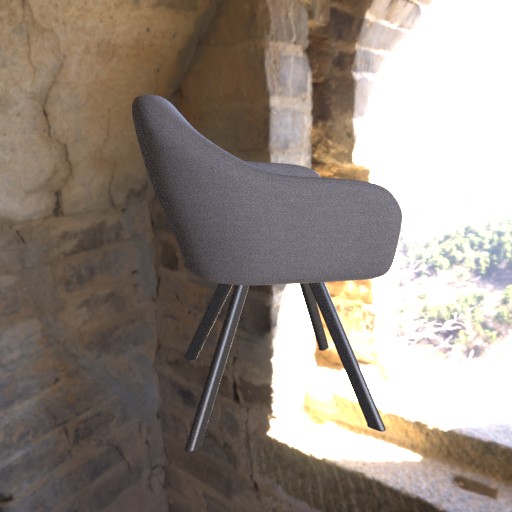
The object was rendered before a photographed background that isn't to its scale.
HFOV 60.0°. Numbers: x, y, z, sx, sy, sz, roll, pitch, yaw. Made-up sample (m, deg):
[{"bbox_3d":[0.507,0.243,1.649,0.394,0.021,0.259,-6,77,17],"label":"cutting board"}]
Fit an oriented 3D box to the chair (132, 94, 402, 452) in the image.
[{"bbox_3d":[0.000,0.000,1.148,0.570,0.780,0.540,-2,15,-9],"label":"chair"}]
